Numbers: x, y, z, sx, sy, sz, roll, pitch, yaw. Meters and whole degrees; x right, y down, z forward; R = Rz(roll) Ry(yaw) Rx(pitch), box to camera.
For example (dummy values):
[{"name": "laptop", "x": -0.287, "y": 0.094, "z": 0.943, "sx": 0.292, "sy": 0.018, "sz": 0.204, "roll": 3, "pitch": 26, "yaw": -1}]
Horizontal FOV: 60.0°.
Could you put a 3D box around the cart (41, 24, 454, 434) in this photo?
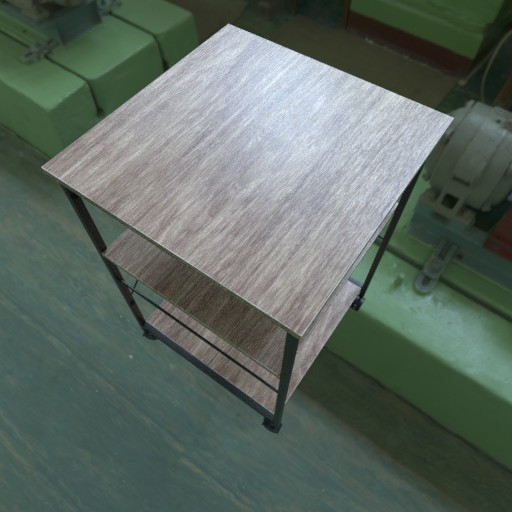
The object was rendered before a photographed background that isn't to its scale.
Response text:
[{"name": "cart", "x": 0.000, "y": 0.000, "z": 1.103, "sx": 0.520, "sy": 0.762, "sz": 0.521, "roll": 31, "pitch": 63, "yaw": 18}]
